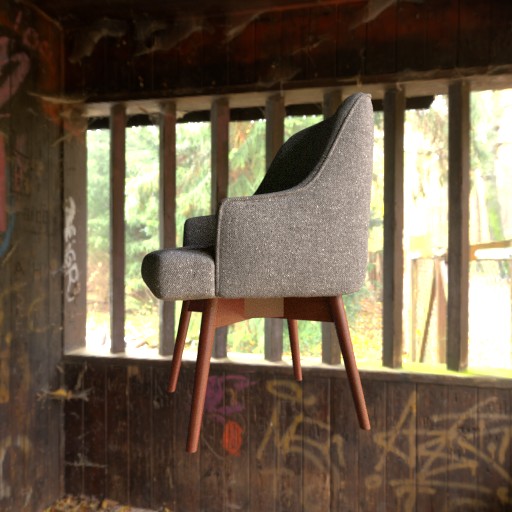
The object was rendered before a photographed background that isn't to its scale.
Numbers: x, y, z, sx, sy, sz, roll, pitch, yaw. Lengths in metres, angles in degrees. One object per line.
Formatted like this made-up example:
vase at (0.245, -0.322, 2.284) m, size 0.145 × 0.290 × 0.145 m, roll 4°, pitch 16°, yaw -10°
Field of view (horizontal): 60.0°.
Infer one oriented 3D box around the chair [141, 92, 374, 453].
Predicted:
chair at (0.000, 0.000, 1.274) m, size 0.629 × 0.875 × 0.608 m, roll 0°, pitch 0°, yaw -17°
